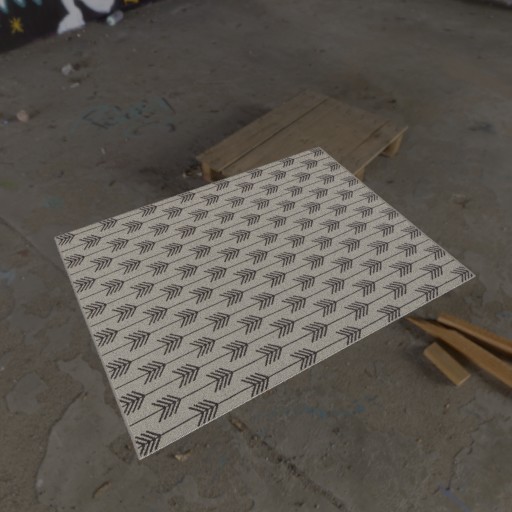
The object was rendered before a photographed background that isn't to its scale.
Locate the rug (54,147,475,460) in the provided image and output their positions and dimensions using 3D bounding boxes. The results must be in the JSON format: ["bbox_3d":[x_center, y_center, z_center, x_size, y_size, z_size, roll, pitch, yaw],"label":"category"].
[{"bbox_3d":[0.000,0.000,4.012,3.061,0.010,2.330,-23,51,-20],"label":"rug"}]
